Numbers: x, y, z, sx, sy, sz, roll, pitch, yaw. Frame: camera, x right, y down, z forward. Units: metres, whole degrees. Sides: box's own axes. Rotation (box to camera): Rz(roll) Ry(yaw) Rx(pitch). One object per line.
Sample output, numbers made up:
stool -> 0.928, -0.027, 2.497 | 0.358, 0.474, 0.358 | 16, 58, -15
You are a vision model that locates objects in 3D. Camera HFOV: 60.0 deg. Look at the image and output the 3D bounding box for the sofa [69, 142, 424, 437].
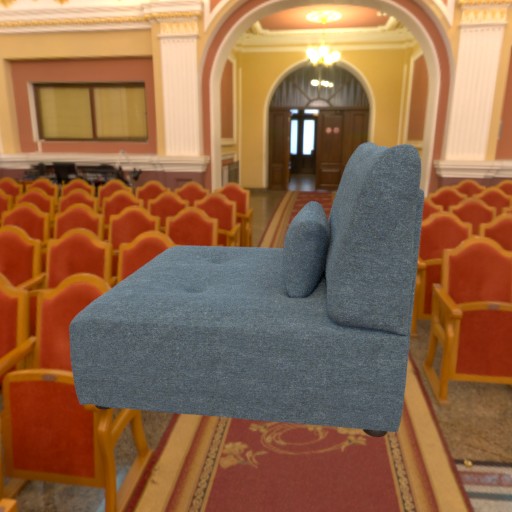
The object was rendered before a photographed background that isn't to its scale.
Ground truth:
sofa -> 0.000, 0.000, 1.658 | 1.000, 0.820, 0.930 | 2, 15, 8
